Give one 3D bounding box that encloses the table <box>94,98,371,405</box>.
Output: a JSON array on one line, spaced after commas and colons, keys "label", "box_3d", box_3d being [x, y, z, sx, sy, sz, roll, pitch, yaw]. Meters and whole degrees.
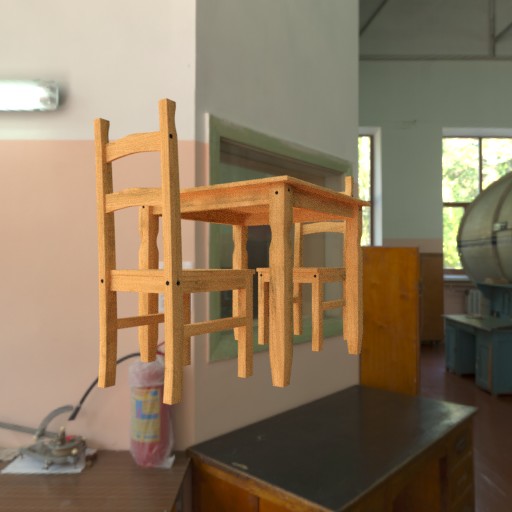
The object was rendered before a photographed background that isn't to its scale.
[{"label": "table", "box_3d": [0.000, 0.000, 2.071, 0.813, 0.942, 1.501, -1, -1, 34]}]
